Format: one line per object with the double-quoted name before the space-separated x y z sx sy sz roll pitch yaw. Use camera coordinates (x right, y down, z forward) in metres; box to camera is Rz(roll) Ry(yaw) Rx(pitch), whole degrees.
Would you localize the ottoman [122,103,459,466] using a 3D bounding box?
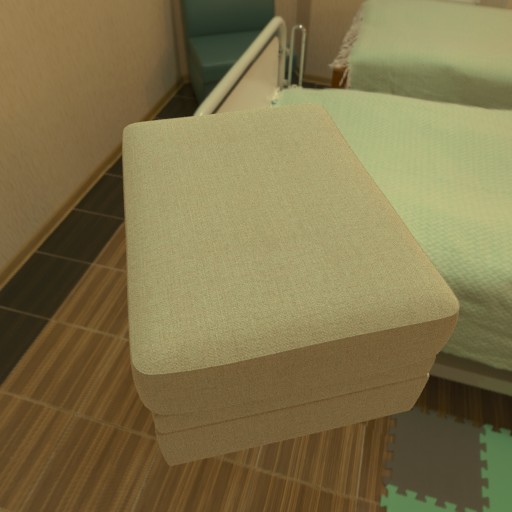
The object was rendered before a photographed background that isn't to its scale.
"ottoman" 0.000 0.000 1.202 0.637 0.478 0.885 -9 47 -9
